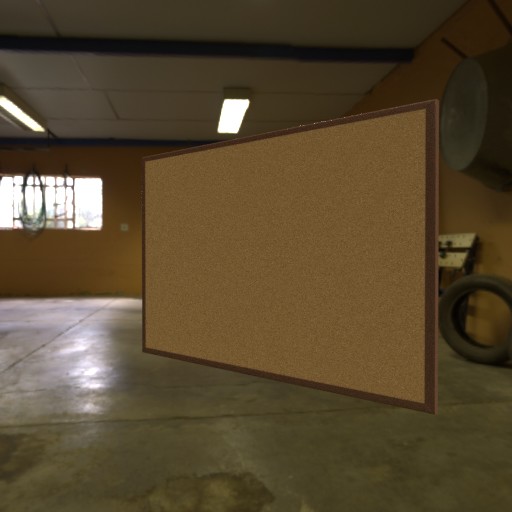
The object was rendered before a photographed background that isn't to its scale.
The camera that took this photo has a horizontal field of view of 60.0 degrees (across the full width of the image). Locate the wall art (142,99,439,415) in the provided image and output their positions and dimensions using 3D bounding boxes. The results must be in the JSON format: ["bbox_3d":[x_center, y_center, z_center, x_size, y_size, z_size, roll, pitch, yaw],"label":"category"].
[{"bbox_3d":[0.000,0.000,0.842,0.660,0.455,0.014,0,1,37],"label":"wall art"}]
